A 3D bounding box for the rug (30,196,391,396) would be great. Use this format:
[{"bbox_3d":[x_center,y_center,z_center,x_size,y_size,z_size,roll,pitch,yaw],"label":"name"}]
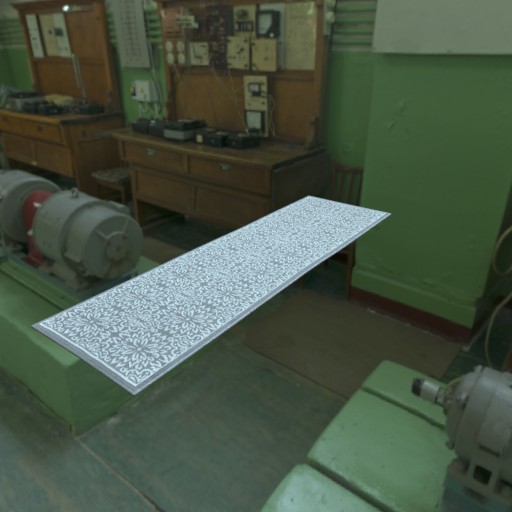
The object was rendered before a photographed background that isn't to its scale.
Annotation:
[{"bbox_3d":[0.000,0.000,2.429,0.662,0.011,2.196,18,31,33],"label":"rug"}]
